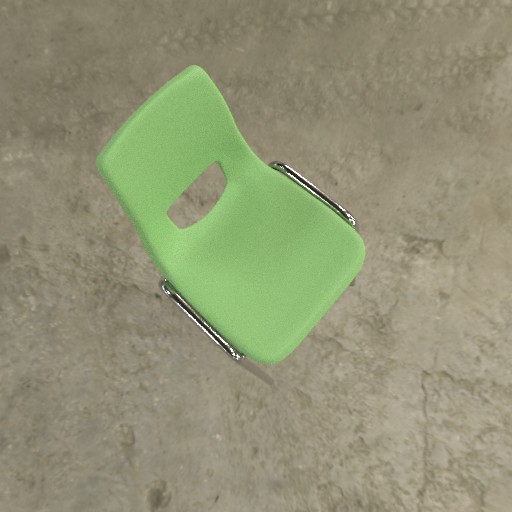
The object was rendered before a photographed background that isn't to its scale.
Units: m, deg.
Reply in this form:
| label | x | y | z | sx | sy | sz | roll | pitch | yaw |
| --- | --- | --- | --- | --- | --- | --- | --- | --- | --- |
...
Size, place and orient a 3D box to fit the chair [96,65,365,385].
| label | x | y | z | sx | sy | sz | roll | pitch | yaw |
| --- | --- | --- | --- | --- | --- | --- | --- | --- | --- |
| chair | 0.000 | 0.000 | 0.936 | 0.436 | 0.704 | 0.381 | 40 | 80 | 8 |
